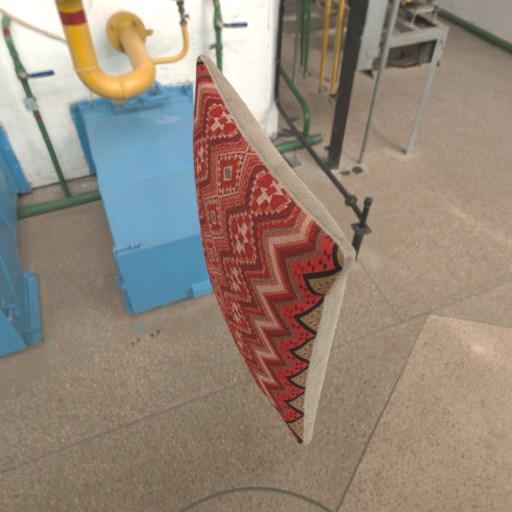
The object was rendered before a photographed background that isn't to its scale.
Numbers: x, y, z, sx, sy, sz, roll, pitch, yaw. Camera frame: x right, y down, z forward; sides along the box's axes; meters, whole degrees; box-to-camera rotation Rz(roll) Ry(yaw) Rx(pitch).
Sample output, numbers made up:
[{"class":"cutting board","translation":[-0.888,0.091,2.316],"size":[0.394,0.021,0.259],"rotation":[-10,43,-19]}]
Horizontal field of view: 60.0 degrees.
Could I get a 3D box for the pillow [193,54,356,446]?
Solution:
[{"class":"pillow","translation":[0.000,0.000,0.776],"size":[0.158,0.511,0.513],"rotation":[-16,49,-14]}]
